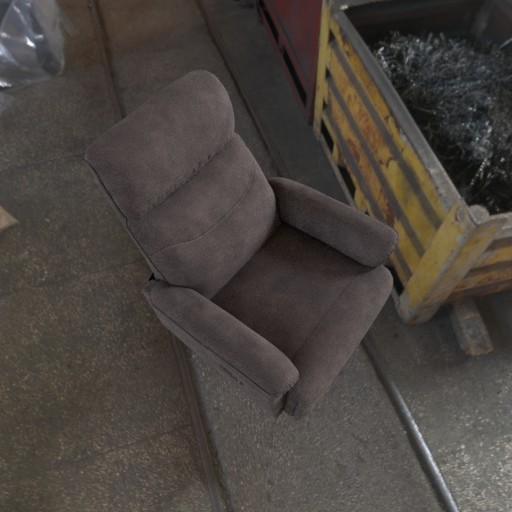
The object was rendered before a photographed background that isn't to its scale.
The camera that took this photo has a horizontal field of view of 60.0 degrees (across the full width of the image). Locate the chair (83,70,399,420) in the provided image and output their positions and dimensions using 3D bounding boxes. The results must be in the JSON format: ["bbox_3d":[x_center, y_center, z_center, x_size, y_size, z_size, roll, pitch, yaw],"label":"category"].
[{"bbox_3d":[0.000,0.000,1.759,1.009,1.035,0.830,34,64,19],"label":"chair"}]
